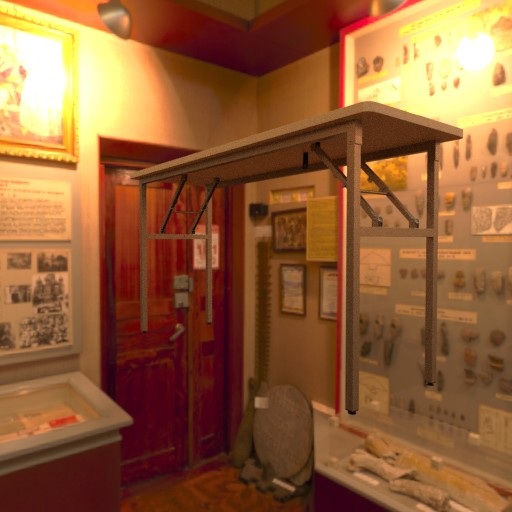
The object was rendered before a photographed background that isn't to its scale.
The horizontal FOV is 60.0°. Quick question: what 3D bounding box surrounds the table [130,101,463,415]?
[{"bbox_3d":[0.000,0.000,1.697,0.446,0.750,1.397,-1,2,-38],"label":"table"}]
